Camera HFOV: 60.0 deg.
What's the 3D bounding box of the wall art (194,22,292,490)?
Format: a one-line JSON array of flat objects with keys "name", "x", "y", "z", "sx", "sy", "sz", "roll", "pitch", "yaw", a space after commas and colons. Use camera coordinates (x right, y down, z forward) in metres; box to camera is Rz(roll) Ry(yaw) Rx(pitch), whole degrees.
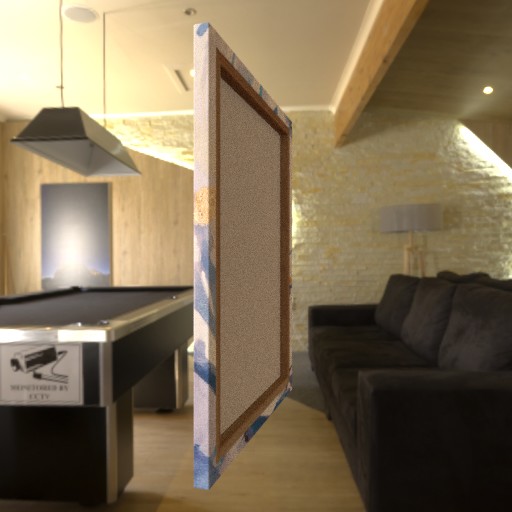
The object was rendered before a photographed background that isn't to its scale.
[{"name": "wall art", "x": 0.000, "y": 0.000, "z": 1.324, "sx": 0.038, "sy": 1.015, "sz": 0.761, "roll": 0, "pitch": 0, "yaw": 18}]
